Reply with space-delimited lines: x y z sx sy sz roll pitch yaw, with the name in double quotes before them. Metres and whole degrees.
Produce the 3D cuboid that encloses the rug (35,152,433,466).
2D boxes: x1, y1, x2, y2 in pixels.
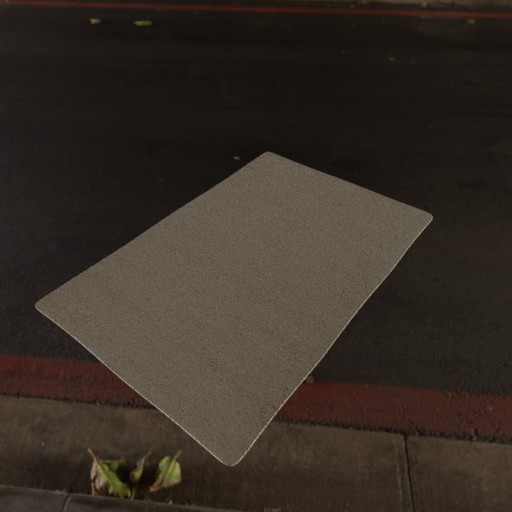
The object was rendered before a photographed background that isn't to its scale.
"rug" 0.000 0.000 3.437 1.798 0.025 2.698 28 49 27
